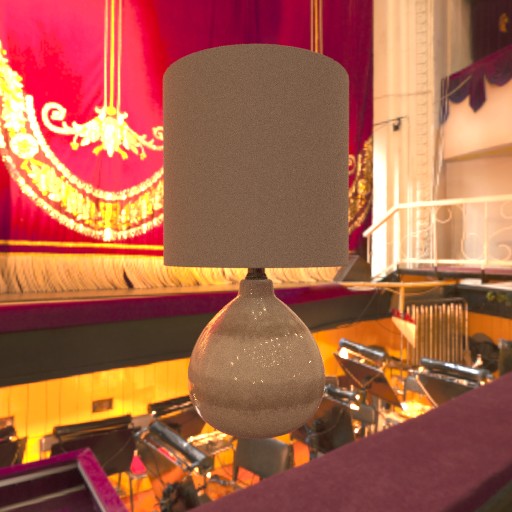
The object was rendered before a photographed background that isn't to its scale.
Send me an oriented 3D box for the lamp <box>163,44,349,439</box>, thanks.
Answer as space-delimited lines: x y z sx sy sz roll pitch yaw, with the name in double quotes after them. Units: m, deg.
0.000 0.000 0.529 0.217 0.404 0.217 0 1 -36 "lamp"
